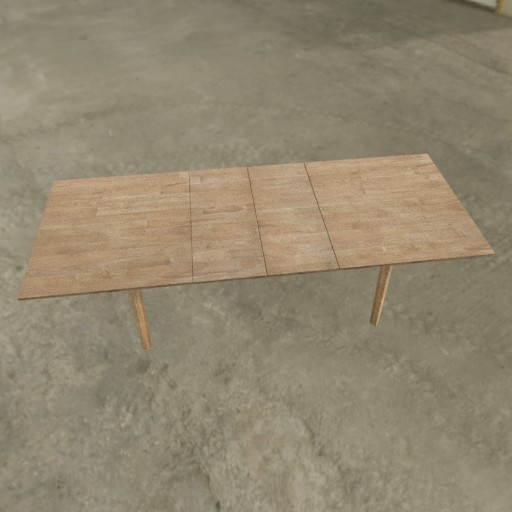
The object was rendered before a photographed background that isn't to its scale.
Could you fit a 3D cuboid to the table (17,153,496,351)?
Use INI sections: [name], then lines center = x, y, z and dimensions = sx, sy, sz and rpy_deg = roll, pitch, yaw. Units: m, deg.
[table]
center = 0.000, 0.000, 3.007
dimensions = 2.603, 0.752, 1.000
rpy_deg = -5, 47, -5
